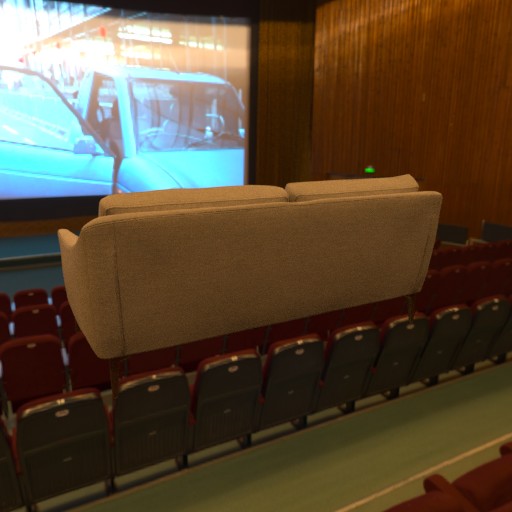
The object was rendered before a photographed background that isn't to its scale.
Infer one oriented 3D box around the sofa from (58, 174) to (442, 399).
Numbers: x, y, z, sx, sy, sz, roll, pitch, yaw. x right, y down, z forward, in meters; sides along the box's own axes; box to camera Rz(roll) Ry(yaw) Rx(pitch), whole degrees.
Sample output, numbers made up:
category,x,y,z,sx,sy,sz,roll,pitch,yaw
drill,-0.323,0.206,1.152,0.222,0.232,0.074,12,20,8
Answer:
category,x,y,z,sx,sy,sz,roll,pitch,yaw
sofa,0.000,0.000,2.567,2.036,0.913,0.980,-8,17,-27
